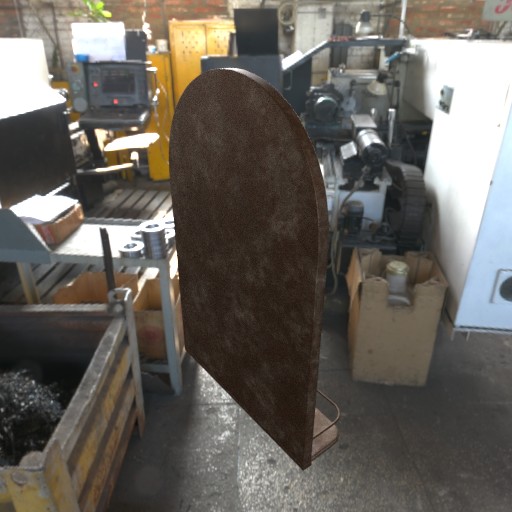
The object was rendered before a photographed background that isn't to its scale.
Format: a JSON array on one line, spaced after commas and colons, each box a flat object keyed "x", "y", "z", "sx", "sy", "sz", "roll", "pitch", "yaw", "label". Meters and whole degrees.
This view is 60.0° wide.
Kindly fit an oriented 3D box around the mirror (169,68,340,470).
[{"x": 0.000, "y": 0.000, "z": 0.981, "sx": 0.137, "sy": 0.770, "sz": 0.510, "roll": -19, "pitch": 32, "yaw": -33, "label": "mirror"}]
